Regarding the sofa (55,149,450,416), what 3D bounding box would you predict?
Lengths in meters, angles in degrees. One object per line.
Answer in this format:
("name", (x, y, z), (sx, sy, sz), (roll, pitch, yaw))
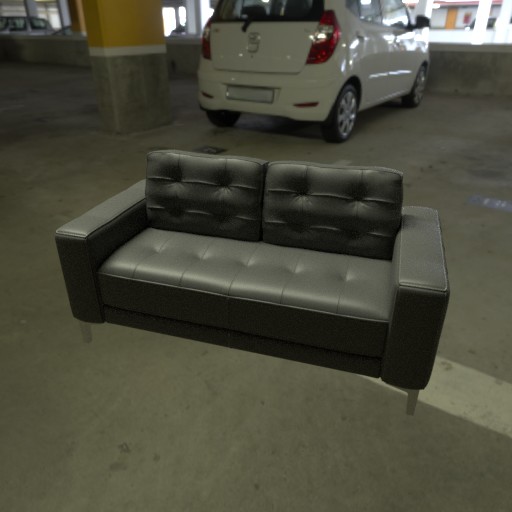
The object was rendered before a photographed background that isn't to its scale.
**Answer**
("sofa", (0.000, 0.000, 2.220), (1.726, 0.892, 0.833), (8, 29, 15))
